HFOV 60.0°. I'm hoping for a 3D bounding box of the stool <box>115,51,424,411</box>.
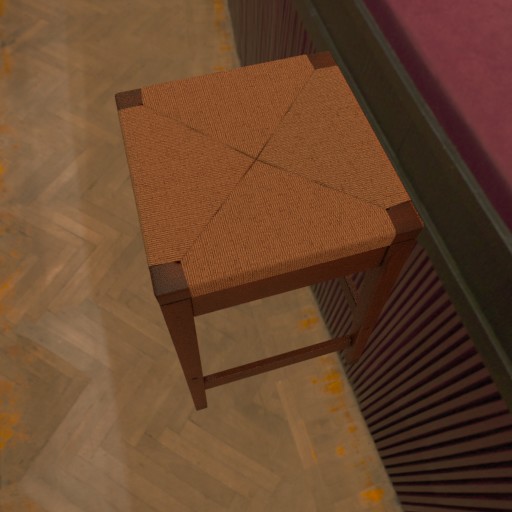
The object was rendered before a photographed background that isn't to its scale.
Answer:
[{"bbox_3d":[0.000,0.000,1.094,0.507,0.762,0.497,-14,63,-7],"label":"stool"}]
